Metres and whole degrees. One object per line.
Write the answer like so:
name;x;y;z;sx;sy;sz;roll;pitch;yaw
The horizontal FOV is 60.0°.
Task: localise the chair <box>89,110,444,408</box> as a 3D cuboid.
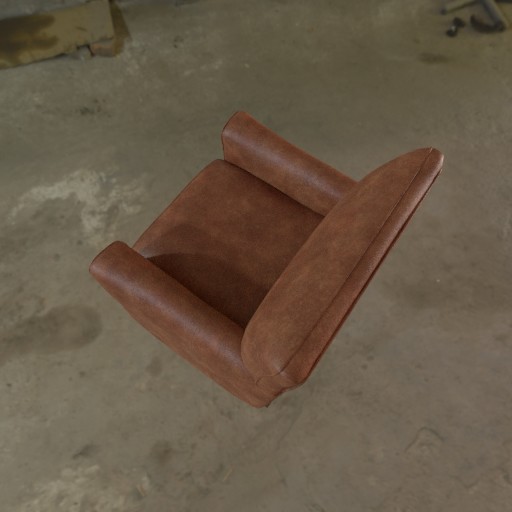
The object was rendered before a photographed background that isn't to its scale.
chair;0.000;0.000;1.663;0.823;0.943;0.870;32;68;15
